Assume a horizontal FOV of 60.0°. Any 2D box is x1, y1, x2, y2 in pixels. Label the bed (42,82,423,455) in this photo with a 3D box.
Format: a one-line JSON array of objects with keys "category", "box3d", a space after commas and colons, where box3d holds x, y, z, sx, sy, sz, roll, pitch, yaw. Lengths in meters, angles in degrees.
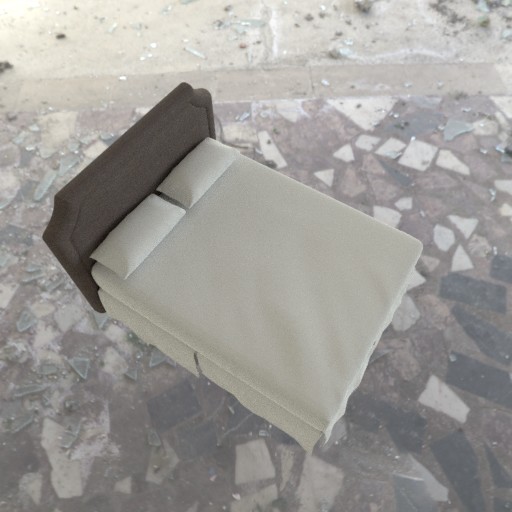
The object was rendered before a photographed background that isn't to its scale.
[{"category": "bed", "box3d": [0.000, 0.000, 3.191, 2.116, 1.290, 1.693, 29, 63, 16]}]
